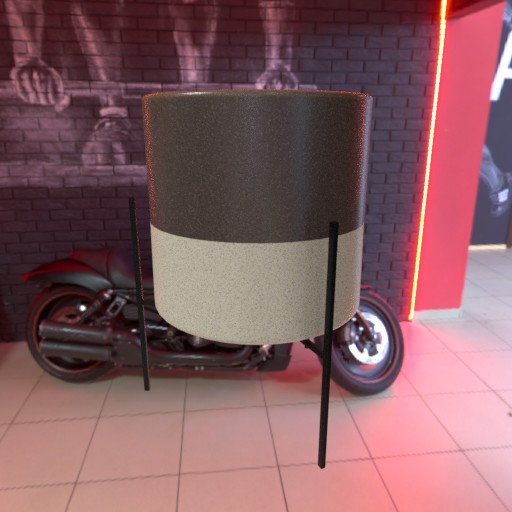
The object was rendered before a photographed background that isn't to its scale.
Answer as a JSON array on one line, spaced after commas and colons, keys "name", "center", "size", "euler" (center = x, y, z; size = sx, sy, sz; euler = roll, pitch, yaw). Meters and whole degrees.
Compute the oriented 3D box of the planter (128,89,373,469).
[{"name": "planter", "center": [0.000, 0.000, 0.523], "size": [0.250, 0.353, 0.260], "euler": [8, 19, 25]}]
